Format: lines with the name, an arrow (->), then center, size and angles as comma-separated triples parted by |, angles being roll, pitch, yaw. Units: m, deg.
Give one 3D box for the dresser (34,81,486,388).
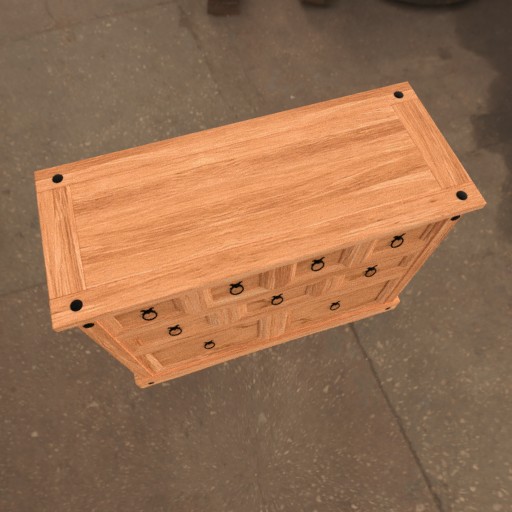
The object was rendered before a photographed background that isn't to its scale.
dresser -> 0.000, 0.000, 1.372 | 0.990, 0.740, 0.410 | -16, 65, -8
